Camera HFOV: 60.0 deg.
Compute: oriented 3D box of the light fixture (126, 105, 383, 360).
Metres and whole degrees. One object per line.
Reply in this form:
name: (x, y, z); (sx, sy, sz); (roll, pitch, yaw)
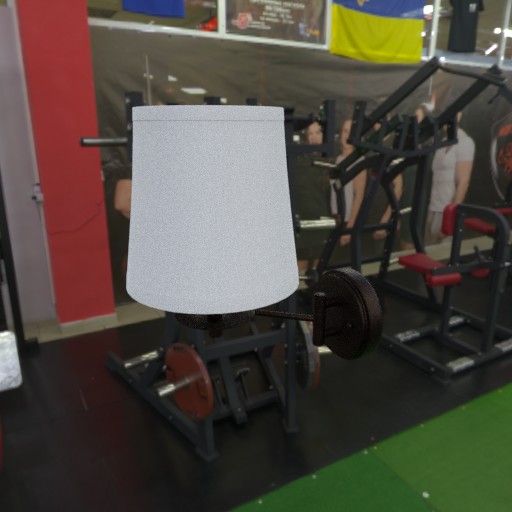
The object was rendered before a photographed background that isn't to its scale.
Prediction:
light fixture: (0.000, 0.000, 0.273); (0.157, 0.172, 0.100); (-8, 19, -26)
